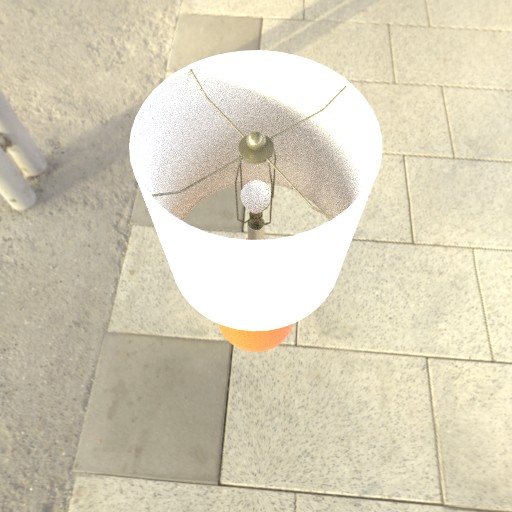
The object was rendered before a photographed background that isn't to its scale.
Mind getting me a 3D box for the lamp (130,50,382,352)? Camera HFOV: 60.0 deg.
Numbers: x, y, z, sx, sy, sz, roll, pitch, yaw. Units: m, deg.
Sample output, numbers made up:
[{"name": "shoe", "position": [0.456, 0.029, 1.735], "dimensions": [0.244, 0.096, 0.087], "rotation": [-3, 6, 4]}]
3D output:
[{"name": "lamp", "position": [0.000, 0.000, 1.122], "dimensions": [0.418, 0.871, 0.418], "rotation": [2, 62, 1]}]
